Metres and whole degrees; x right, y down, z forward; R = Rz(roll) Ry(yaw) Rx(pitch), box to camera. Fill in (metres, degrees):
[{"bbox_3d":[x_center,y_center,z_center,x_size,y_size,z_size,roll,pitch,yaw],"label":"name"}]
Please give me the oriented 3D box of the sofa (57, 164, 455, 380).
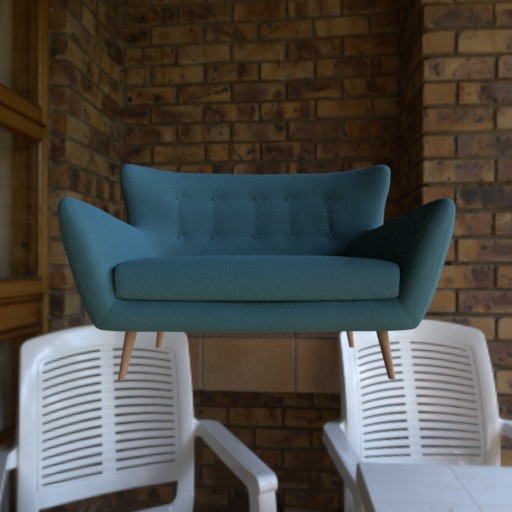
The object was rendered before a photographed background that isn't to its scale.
[{"bbox_3d":[0.000,0.000,1.927,1.397,0.889,0.889,0,0,-1],"label":"sofa"}]
